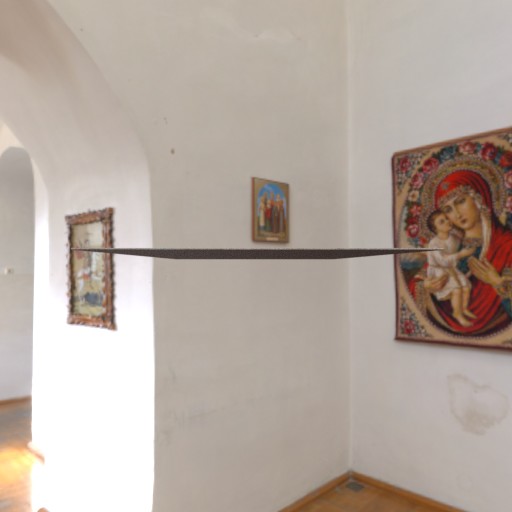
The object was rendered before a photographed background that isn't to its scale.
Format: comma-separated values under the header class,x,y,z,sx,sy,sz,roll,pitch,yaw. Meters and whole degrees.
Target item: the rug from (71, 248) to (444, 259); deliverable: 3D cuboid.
class,x,y,z,sx,sy,sz,roll,pitch,yaw
rug,0.000,0.000,2.990,1.507,0.007,2.433,0,-1,-1
